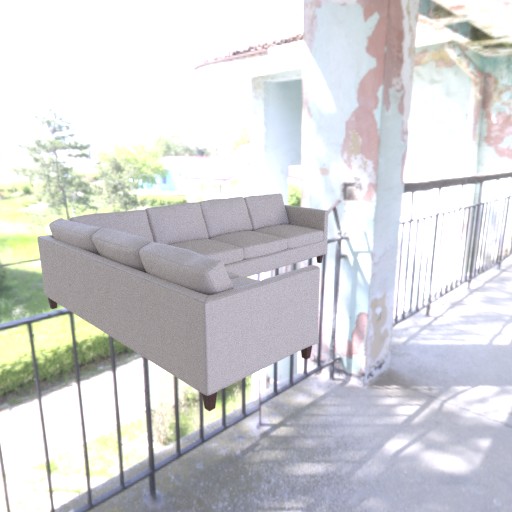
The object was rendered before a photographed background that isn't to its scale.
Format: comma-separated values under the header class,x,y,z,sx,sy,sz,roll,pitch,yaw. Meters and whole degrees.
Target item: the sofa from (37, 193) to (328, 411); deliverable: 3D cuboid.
class,x,y,z,sx,sy,sz,roll,pitch,yaw
sofa,0.000,0.000,4.300,2.432,0.863,3.182,14,20,43
